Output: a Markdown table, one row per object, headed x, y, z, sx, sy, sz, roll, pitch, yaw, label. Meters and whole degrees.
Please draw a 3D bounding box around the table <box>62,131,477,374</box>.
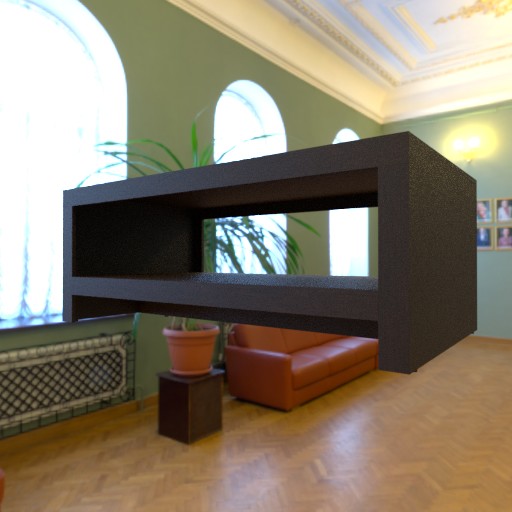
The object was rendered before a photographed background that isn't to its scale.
| x | y | z | sx | sy | sz | roll | pitch | yaw | label |
| --- | --- | --- | --- | --- | --- | --- | --- | --- | --- |
| 0.000 | 0.000 | 1.330 | 1.099 | 0.424 | 0.597 | 0 | 0 | 37 | table |
